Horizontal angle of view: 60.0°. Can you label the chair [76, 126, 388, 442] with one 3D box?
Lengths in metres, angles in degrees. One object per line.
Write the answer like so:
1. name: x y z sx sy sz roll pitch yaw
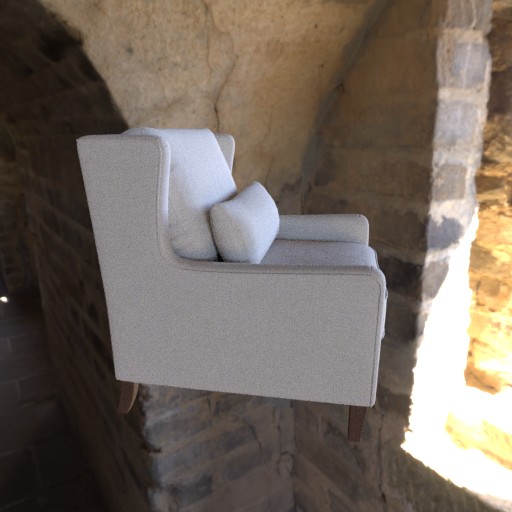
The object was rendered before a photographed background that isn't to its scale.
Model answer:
1. chair: 0.000 0.000 1.892 1.040 1.056 0.982 3 16 10
